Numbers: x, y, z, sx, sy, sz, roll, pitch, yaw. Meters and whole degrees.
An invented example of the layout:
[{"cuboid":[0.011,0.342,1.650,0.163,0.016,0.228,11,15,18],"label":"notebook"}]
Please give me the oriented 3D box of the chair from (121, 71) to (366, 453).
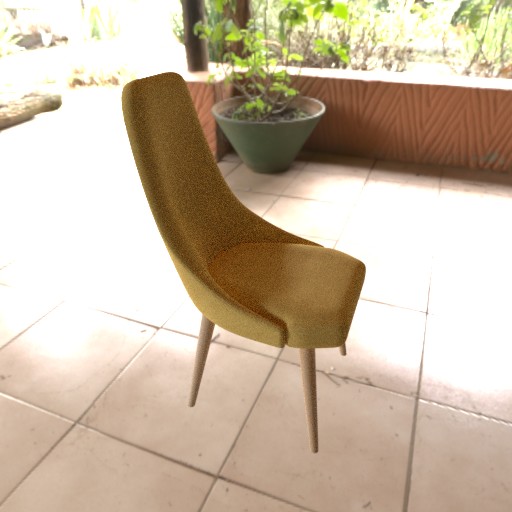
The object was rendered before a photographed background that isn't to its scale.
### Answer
[{"cuboid":[0.000,0.000,1.402,0.660,1.040,0.510,11,31,18],"label":"chair"}]
